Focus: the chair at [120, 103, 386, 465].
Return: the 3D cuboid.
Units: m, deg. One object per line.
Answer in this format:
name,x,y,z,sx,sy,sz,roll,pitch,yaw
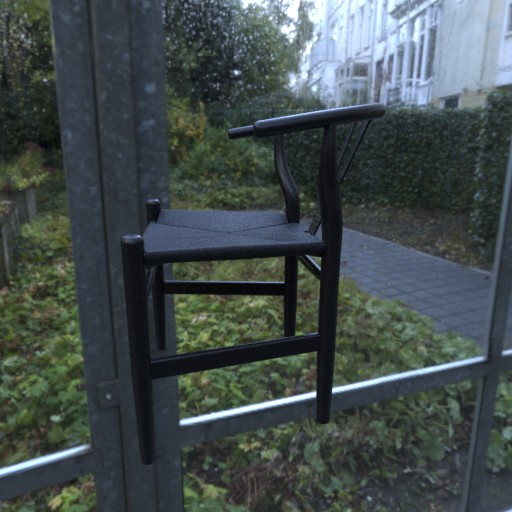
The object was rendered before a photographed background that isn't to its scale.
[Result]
chair,0.000,0.000,1.127,0.579,0.730,0.569,-2,15,-8
